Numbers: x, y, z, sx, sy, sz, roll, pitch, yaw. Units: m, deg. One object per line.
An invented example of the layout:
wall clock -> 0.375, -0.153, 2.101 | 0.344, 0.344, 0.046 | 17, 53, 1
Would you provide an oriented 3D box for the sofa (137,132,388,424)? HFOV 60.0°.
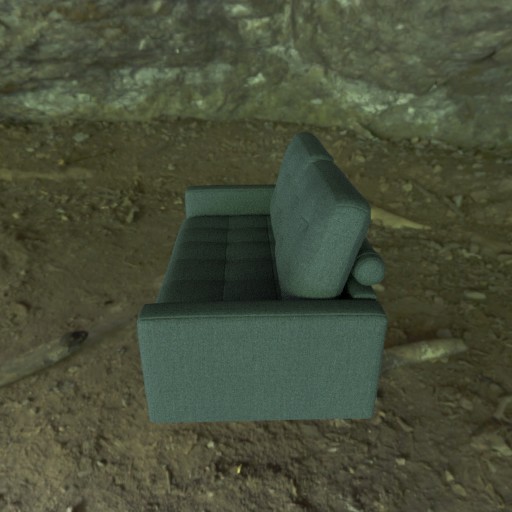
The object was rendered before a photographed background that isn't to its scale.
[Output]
sofa -> 0.000, 0.000, 2.034 | 0.842, 0.907, 1.407 | -1, 26, -1
